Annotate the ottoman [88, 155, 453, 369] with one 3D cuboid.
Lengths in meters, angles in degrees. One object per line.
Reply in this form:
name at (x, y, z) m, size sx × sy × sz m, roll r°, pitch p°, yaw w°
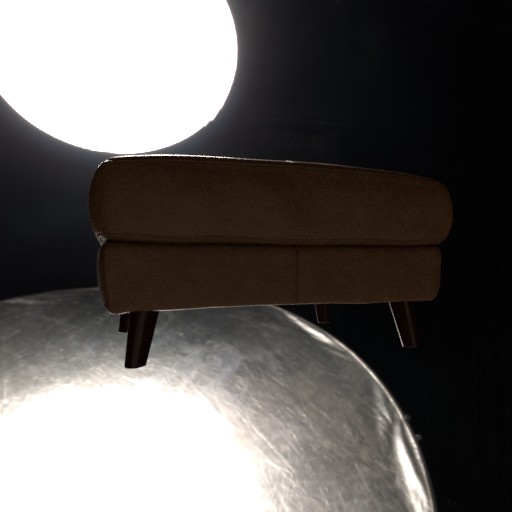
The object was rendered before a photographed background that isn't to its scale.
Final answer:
ottoman at (0.000, 0.000, 1.240) m, size 0.869 × 0.461 × 0.630 m, roll 0°, pitch -1°, yaw -19°
